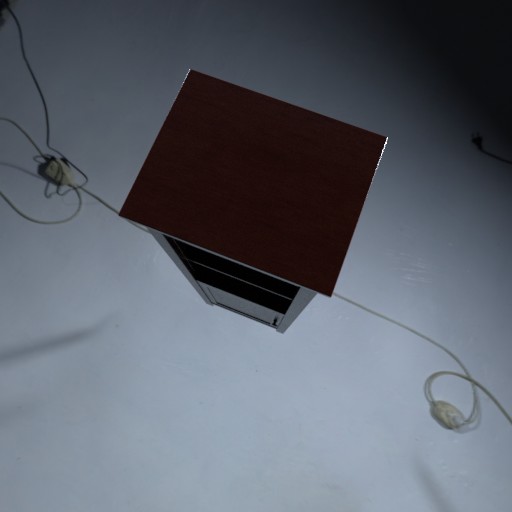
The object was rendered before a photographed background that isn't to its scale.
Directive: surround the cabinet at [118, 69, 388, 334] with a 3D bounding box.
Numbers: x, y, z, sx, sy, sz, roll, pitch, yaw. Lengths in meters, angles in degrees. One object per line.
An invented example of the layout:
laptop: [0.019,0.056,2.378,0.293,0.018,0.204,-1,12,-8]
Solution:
cabinet: [0.000,0.000,1.739,0.500,1.518,0.401,21,77,5]
